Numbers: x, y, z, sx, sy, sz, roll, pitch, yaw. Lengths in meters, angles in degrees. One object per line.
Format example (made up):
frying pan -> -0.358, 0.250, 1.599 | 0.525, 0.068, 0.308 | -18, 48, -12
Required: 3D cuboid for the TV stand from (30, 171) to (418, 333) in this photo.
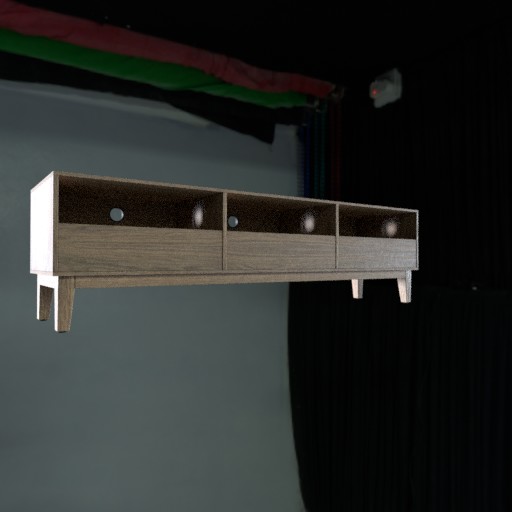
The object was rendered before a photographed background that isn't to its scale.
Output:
TV stand -> 0.000, 0.000, 1.673 | 1.482, 0.409, 0.366 | 1, -1, -35
